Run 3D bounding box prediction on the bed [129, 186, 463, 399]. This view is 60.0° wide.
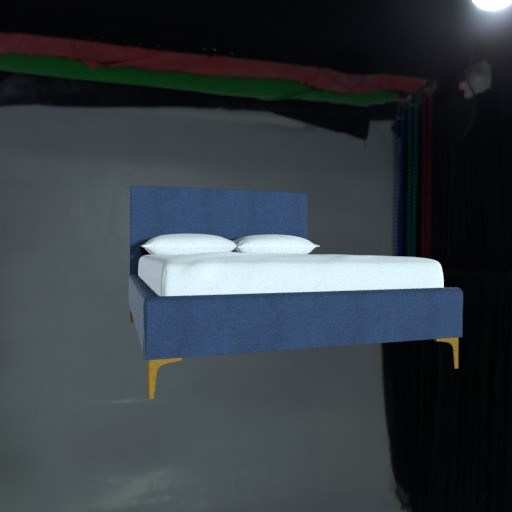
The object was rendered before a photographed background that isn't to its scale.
[{"bbox_3d":[0.000,0.000,3.213,1.723,1.231,2.172,0,1,-18],"label":"bed"}]
